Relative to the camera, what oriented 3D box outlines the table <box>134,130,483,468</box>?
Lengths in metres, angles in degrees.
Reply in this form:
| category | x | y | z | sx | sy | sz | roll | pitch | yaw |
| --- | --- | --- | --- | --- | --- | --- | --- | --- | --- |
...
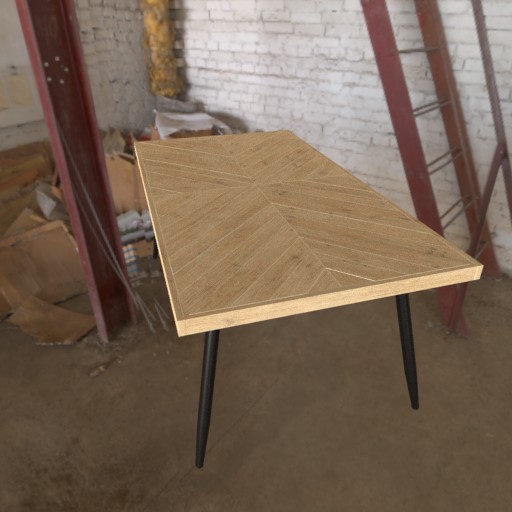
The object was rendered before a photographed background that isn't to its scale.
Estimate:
| category | x | y | z | sx | sy | sz | roll | pitch | yaw |
| --- | --- | --- | --- | --- | --- | --- | --- | --- | --- |
| table | 0.000 | 0.000 | 2.248 | 0.991 | 0.762 | 1.803 | -9 | 31 | -15 |
